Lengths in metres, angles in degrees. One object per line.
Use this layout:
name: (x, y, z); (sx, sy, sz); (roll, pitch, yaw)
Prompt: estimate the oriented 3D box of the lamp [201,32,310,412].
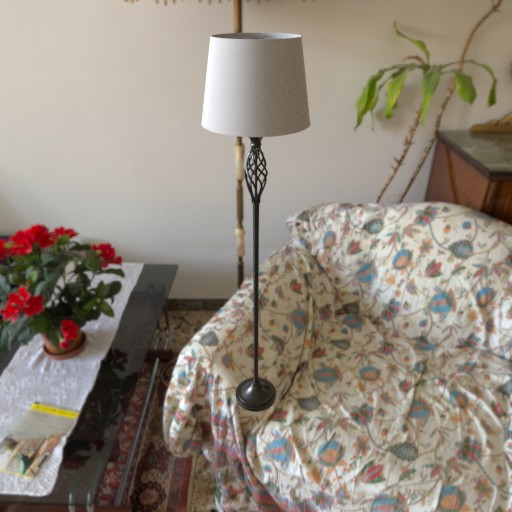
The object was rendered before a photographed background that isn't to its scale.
lamp: (0.000, 0.000, 1.819); (0.379, 1.623, 0.379); (0, 30, 0)
